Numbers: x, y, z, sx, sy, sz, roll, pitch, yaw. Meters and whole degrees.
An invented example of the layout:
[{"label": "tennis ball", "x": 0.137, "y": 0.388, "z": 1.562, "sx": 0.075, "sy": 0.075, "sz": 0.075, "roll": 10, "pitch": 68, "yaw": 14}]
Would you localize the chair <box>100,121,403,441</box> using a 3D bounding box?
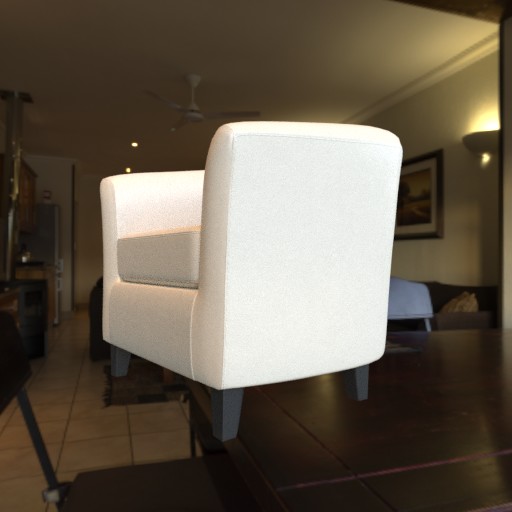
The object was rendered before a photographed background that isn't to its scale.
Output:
[{"label": "chair", "x": 0.000, "y": 0.000, "z": 1.356, "sx": 0.727, "sy": 0.756, "sz": 0.792, "roll": 0, "pitch": -1, "yaw": -37}]
